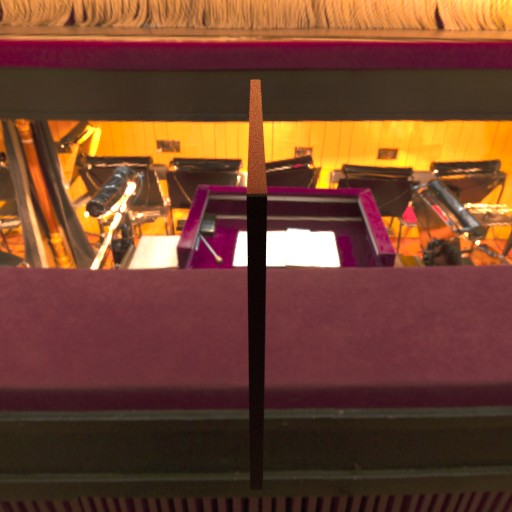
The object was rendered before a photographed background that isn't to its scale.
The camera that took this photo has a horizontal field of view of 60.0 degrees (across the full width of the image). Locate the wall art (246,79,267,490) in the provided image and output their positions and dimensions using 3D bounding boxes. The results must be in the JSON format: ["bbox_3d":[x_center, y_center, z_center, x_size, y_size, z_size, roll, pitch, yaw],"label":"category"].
[{"bbox_3d":[0.000,0.000,0.723,0.018,0.450,0.521,0,32,0],"label":"wall art"}]
